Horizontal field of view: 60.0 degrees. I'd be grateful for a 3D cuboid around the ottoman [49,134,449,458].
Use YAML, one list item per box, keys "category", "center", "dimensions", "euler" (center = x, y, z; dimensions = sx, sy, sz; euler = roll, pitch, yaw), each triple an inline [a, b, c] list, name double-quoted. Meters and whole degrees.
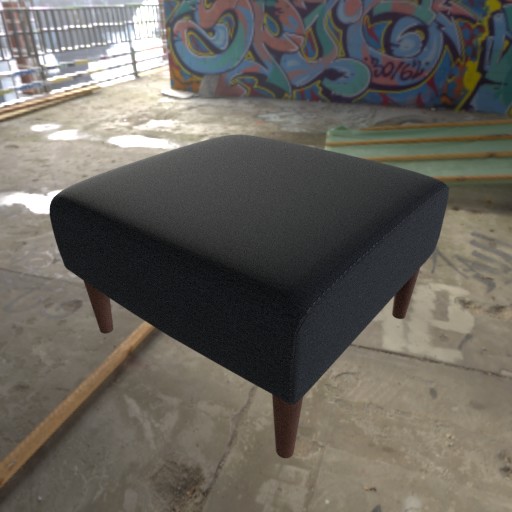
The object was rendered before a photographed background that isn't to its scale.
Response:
- category: "ottoman"
  center: [0.000, 0.000, 1.044]
  dimensions: [0.650, 0.398, 0.649]
  euler: [22, 37, 33]
